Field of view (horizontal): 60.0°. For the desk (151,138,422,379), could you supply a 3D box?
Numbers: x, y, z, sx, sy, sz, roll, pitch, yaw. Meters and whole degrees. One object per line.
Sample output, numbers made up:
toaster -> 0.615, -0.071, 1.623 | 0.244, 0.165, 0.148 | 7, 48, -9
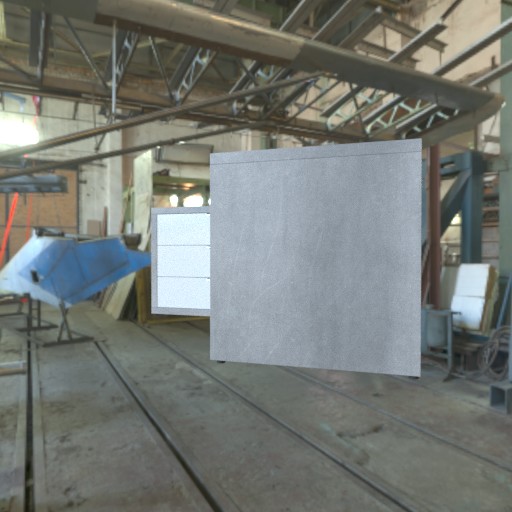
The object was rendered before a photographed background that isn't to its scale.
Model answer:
desk -> 0.000, 0.000, 2.247 | 1.500, 0.740, 1.400 | 0, 1, 17
